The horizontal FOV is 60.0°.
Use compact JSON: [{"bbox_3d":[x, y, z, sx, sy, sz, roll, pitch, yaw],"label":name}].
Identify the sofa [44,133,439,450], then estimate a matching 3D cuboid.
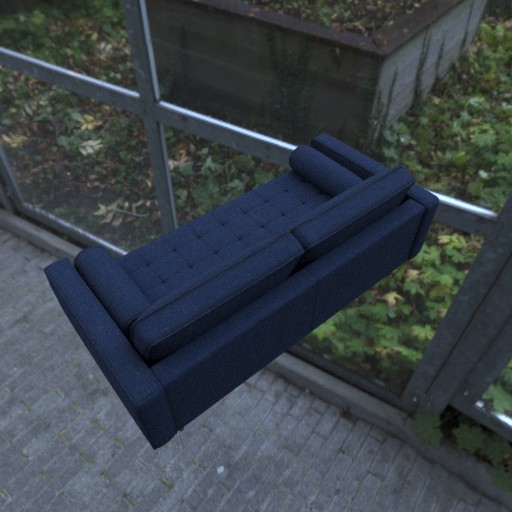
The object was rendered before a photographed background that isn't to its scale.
[{"bbox_3d":[0.000,0.000,2.374,1.880,0.762,0.914,-31,54,-26],"label":"sofa"}]
